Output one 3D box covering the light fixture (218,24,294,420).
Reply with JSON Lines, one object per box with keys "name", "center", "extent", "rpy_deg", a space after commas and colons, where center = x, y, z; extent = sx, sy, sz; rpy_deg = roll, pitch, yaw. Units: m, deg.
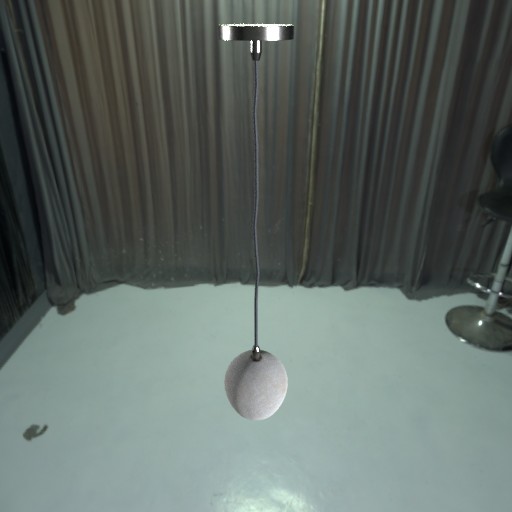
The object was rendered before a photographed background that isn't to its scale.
{"name": "light fixture", "center": [0.000, 0.000, 0.826], "extent": [0.139, 0.764, 0.139], "rpy_deg": [0, 29, -1]}
